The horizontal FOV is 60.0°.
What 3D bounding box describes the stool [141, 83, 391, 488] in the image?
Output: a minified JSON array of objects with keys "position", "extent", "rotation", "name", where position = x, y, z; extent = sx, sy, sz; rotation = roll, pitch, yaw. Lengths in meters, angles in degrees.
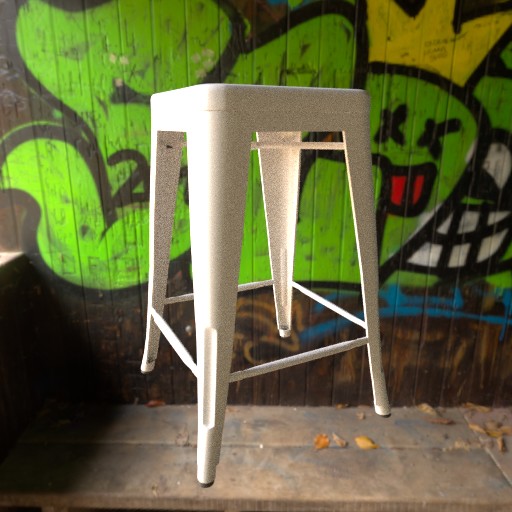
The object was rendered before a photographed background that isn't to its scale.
[{"position":[0.000,0.000,0.876],"extent":[0.406,0.610,0.406],"rotation":[-8,19,-26],"name":"stool"}]
